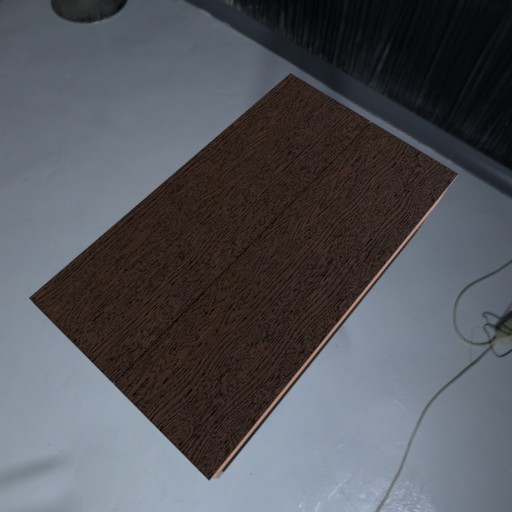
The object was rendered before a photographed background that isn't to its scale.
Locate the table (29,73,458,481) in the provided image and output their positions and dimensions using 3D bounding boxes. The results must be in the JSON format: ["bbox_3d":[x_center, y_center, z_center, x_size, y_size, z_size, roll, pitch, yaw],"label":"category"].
[{"bbox_3d":[0.000,0.000,1.498,0.719,0.361,1.167,38,70,17],"label":"table"}]
